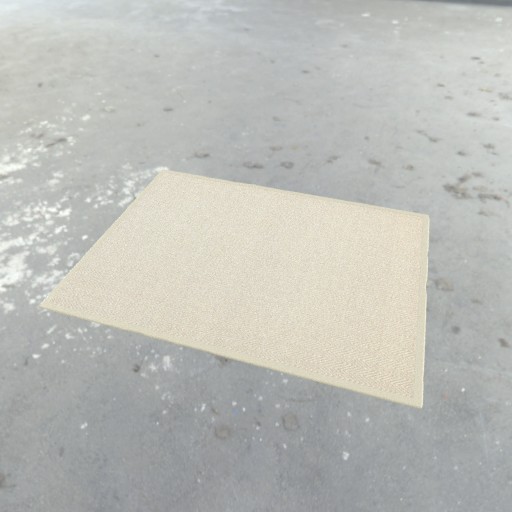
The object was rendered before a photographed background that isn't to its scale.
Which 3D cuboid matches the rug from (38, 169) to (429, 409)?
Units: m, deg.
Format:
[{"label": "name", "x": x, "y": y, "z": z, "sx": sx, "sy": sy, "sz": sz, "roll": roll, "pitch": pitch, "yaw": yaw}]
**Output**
[{"label": "rug", "x": 0.000, "y": 0.000, "z": 4.937, "sx": 3.659, "sy": 0.037, "sz": 2.734, "roll": 12, "pitch": 43, "yaw": 13}]
